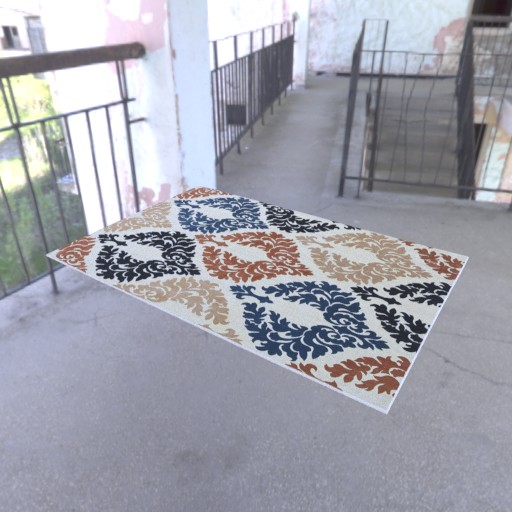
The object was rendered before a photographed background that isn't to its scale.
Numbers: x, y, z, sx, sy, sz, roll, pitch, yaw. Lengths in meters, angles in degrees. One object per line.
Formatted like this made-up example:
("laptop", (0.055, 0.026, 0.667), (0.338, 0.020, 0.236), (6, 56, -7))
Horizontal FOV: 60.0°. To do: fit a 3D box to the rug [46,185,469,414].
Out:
("rug", (0.000, 0.000, 2.853), (2.275, 0.014, 1.514), (19, 35, 29))
